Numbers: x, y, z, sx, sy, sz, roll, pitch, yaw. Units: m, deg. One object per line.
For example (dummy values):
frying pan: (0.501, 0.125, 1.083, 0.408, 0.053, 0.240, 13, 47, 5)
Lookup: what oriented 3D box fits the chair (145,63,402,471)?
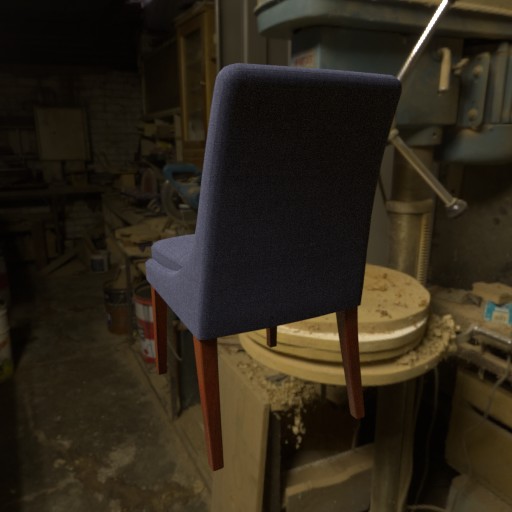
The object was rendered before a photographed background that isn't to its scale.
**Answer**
chair: (0.000, 0.000, 1.306, 0.508, 0.952, 0.655, -8, 17, -26)
